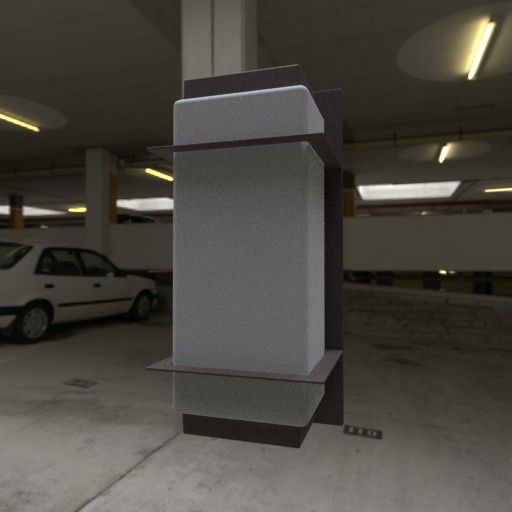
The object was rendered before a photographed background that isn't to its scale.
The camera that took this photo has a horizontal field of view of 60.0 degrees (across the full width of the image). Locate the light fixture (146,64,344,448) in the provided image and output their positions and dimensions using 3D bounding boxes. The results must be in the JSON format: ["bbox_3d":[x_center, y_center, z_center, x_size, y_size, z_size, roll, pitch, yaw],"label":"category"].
[{"bbox_3d":[0.000,0.000,0.427,0.153,0.347,0.146,0,-1,18],"label":"light fixture"}]
